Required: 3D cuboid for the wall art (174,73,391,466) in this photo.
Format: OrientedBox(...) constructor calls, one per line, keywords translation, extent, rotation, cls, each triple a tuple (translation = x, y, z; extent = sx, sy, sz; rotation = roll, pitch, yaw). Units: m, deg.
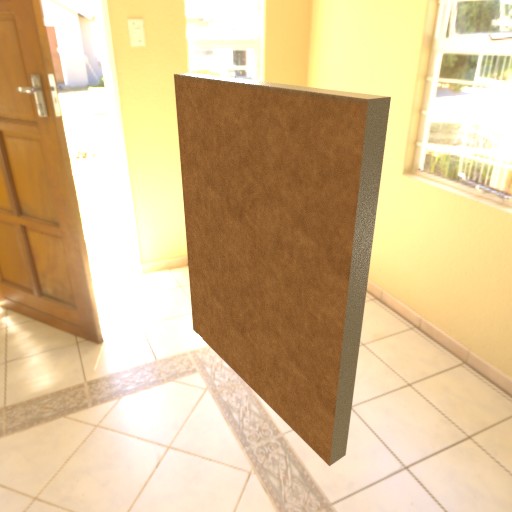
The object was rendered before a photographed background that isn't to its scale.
OrientedBox(translation=(0.000, 0.000, 0.758), extent=(0.037, 0.554, 0.453), rotation=(-18, 31, -32), cls="wall art")
